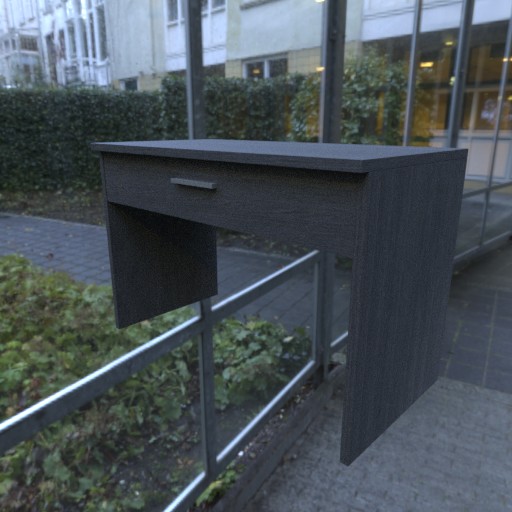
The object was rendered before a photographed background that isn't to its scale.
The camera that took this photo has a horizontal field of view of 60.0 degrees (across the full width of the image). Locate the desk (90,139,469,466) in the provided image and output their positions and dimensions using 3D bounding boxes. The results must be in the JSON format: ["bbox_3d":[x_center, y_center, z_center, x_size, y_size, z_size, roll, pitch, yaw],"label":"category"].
[{"bbox_3d":[0.000,0.000,1.505,1.099,0.729,0.557,15,23,42],"label":"desk"}]
